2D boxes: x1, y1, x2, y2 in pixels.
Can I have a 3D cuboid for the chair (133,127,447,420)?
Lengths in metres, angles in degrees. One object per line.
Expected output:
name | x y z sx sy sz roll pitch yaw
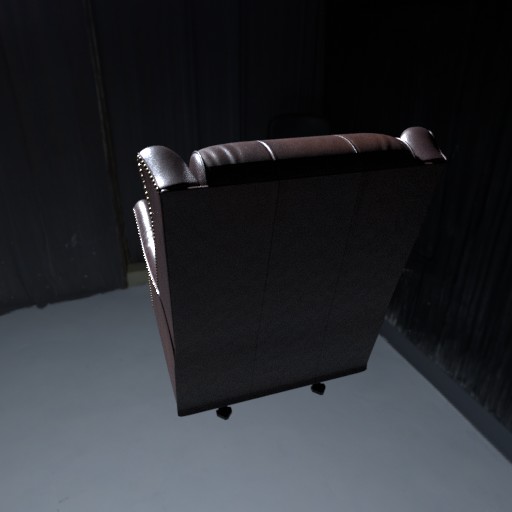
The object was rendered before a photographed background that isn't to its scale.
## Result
chair | 0.000 0.000 1.763 0.869 1.084 1.008 -9 28 -17
